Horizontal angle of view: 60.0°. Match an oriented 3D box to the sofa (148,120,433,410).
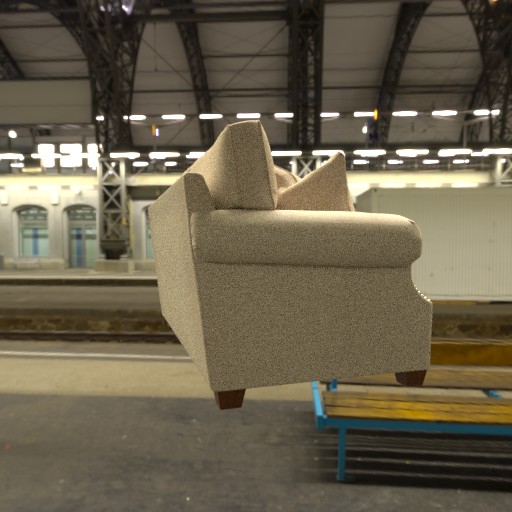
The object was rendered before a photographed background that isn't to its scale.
[{"bbox_3d":[0.000,0.000,2.277,0.966,0.966,1.701,-1,2,-18],"label":"sofa"}]
